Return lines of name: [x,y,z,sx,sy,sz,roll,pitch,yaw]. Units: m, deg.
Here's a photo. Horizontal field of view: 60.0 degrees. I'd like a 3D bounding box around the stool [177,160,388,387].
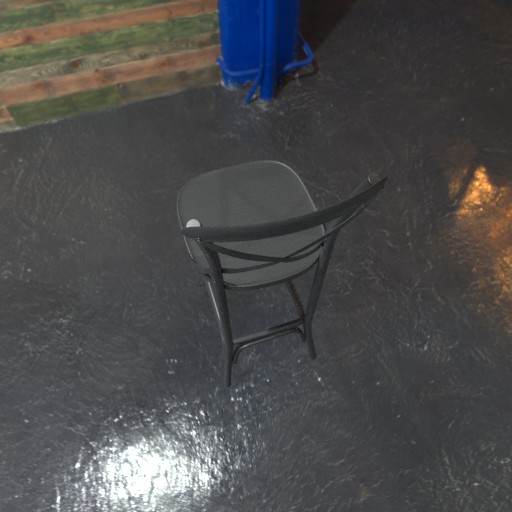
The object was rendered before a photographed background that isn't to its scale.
stool: [0.000,0.000,1.492,0.457,1.168,0.584,-15,60,-9]
